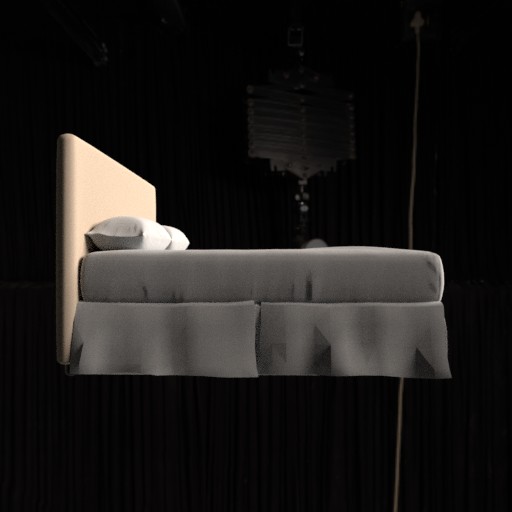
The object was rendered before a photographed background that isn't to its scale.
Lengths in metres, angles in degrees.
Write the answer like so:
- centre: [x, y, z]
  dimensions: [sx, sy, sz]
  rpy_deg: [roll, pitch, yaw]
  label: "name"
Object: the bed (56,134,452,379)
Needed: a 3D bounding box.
- centre: [0.000, 0.000, 3.245]
  dimensions: [2.142, 1.330, 1.884]
  rpy_deg: [0, 0, 1]
  label: "bed"
